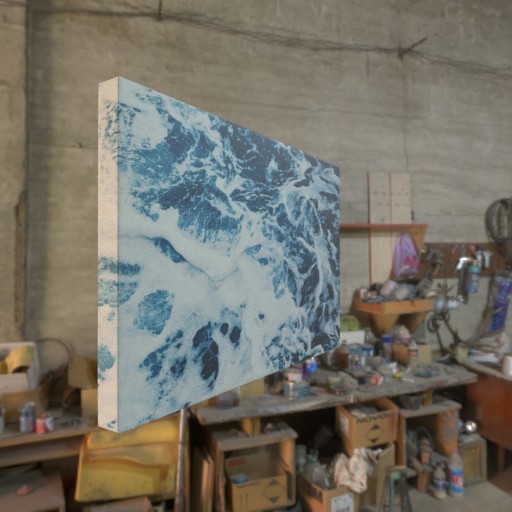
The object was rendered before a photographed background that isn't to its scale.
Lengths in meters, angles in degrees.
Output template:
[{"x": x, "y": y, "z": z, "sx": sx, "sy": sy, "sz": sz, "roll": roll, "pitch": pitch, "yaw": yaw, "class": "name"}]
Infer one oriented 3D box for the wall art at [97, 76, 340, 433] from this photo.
[{"x": 0.000, "y": 0.000, "z": 0.763, "sx": 0.043, "sy": 0.407, "sz": 0.609, "roll": 0, "pitch": 0, "yaw": 35, "class": "wall art"}]
